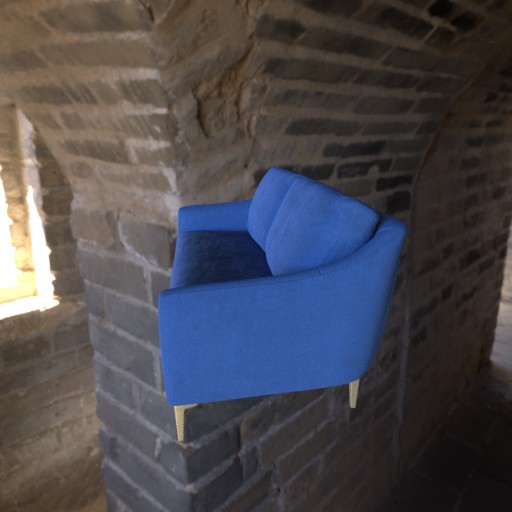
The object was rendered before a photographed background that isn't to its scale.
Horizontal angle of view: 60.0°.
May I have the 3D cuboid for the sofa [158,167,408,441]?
[{"bbox_3d":[0.000,0.000,2.536,0.960,0.903,2.036,-2,15,-8],"label":"sofa"}]
